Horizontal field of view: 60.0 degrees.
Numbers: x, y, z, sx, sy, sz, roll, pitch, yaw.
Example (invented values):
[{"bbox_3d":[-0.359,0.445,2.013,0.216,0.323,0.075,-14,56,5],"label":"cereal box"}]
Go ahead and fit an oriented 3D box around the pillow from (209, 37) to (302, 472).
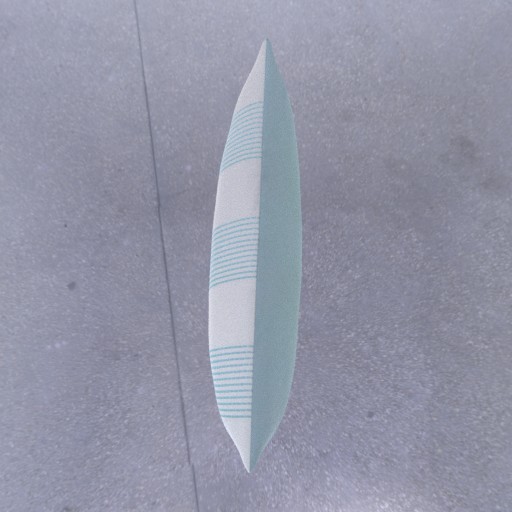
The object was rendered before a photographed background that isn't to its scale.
[{"bbox_3d":[0.000,0.000,0.733,0.151,0.287,0.610,2,76,1],"label":"pillow"}]
